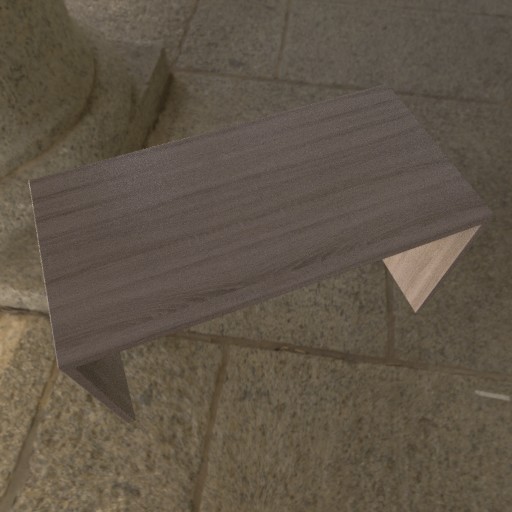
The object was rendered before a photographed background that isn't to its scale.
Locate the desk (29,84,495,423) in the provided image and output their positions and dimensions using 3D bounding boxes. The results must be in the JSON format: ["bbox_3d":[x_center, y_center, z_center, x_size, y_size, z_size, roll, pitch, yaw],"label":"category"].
[{"bbox_3d":[0.000,0.000,1.776,1.380,0.745,0.690,-18,60,-11],"label":"desk"}]
